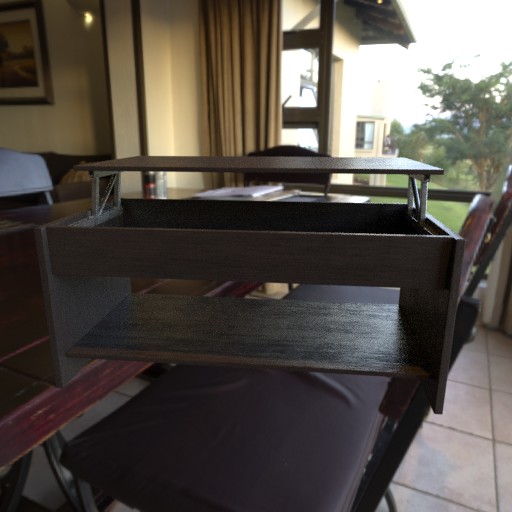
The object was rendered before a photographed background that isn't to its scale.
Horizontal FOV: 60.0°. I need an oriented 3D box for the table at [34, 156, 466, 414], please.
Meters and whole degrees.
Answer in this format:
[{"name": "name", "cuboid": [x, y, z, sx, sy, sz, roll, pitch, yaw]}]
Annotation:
[{"name": "table", "cuboid": [0.000, 0.000, 1.397, 1.000, 0.570, 0.712, 2, 16, 6]}]
